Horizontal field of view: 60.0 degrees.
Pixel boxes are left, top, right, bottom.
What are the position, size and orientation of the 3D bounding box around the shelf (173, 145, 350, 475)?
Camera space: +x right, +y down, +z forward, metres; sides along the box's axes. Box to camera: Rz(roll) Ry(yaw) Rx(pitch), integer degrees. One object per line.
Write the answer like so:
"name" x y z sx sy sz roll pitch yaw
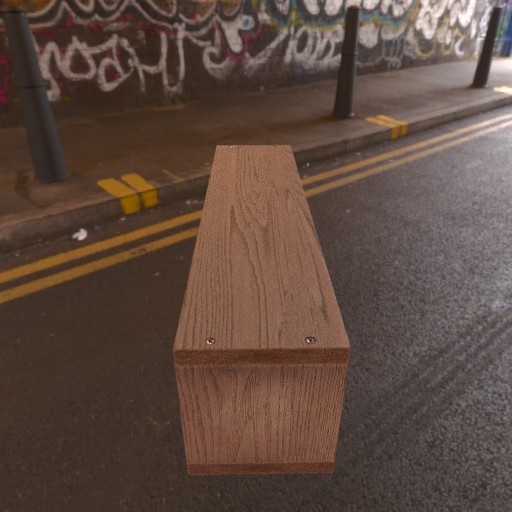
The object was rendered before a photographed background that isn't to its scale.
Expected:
"shelf" 0.000 0.000 0.680 0.150 0.170 0.610 0 30 -1
